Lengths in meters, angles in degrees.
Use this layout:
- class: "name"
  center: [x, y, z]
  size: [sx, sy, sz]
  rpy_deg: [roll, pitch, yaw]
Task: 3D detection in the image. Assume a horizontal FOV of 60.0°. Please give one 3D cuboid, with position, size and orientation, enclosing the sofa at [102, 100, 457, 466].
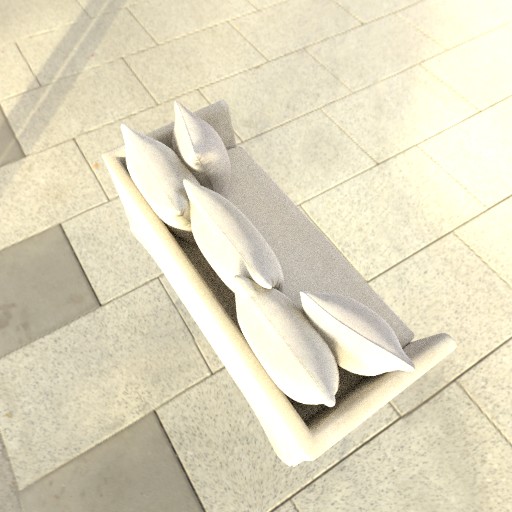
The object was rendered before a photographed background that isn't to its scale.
- class: "sofa"
  center: [0.000, 0.000, 2.815]
  size: [1.031, 1.034, 2.290]
  rpy_deg: [-30, 64, -17]
